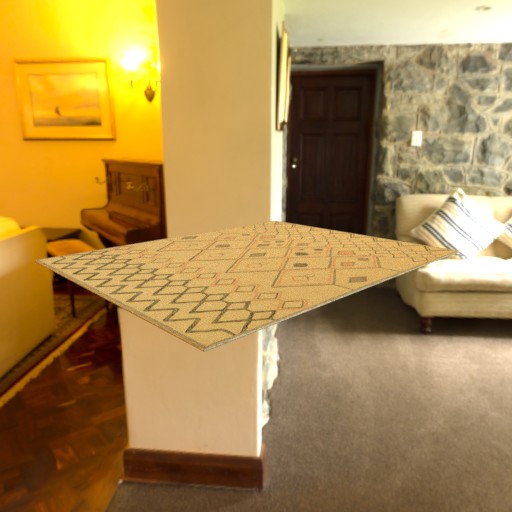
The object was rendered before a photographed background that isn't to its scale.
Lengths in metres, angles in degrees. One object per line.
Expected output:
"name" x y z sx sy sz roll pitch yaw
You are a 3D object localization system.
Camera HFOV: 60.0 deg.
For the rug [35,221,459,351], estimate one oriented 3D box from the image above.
"rug" 0.000 0.000 4.059 3.050 0.016 2.441 -13 19 -42
